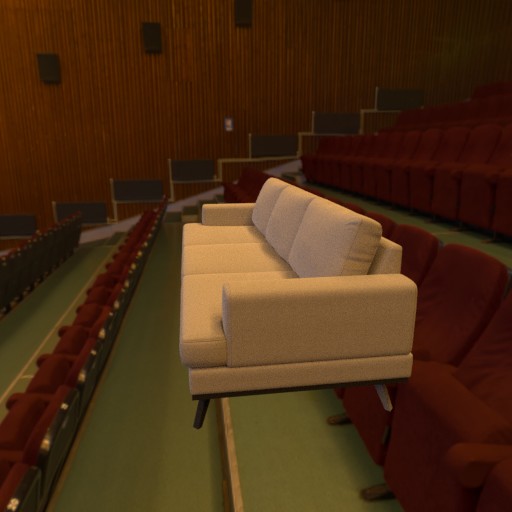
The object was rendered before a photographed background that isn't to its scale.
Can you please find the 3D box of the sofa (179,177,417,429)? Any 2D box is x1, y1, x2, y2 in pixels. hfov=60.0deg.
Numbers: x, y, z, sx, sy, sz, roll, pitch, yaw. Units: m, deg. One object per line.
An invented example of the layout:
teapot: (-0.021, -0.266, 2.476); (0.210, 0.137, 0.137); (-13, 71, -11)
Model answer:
sofa: (0.000, 0.000, 2.757); (0.920, 0.810, 2.310); (-2, 15, -8)
